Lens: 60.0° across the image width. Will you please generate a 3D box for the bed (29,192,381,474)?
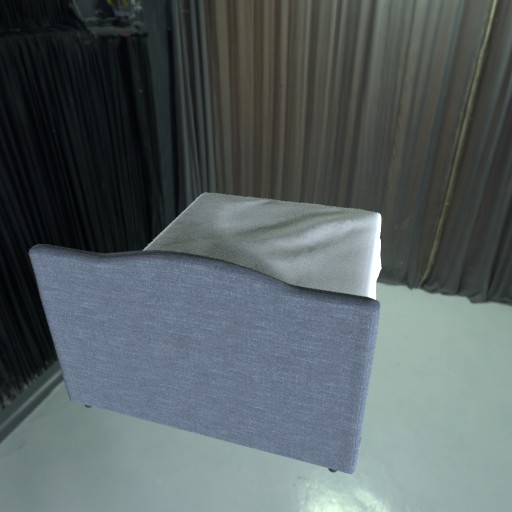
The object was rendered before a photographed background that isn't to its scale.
[{"bbox_3d":[0.000,0.000,3.806,2.161,1.457,2.689,9,32,14],"label":"bed"}]
